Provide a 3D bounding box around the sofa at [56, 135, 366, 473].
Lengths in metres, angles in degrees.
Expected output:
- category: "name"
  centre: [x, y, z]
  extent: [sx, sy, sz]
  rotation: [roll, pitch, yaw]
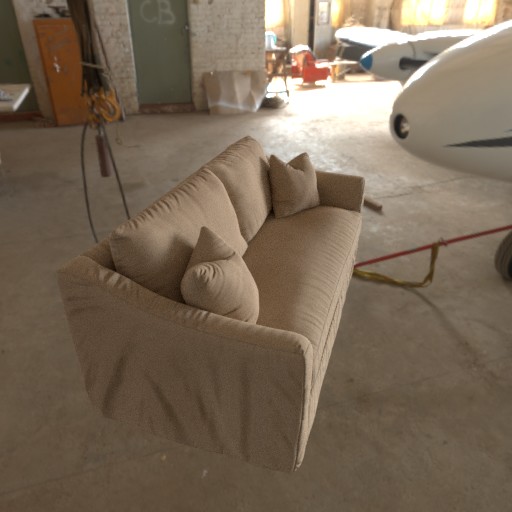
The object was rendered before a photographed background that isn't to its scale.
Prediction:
- category: "sofa"
  centre: [0.000, 0.000, 2.610]
  extent: [1.072, 1.018, 2.010]
  rotation: [9, 31, 16]
